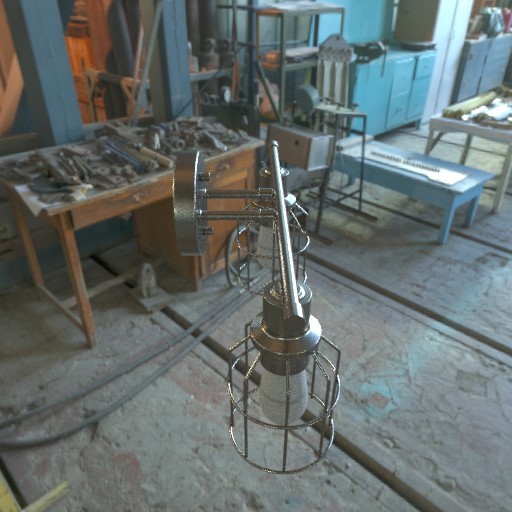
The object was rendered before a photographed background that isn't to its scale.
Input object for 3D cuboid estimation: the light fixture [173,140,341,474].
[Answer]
[{"bbox_3d":[0.000,0.000,0.531,0.165,0.254,0.406,0,32,0],"label":"light fixture"}]
